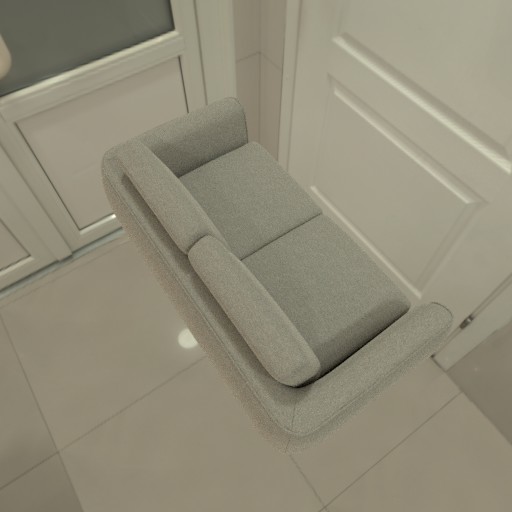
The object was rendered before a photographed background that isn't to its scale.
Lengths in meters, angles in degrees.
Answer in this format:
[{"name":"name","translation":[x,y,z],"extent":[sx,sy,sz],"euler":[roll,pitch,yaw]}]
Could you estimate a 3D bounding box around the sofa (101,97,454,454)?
[{"name":"sofa","translation":[0.000,0.000,2.184],"extent":[0.920,0.850,1.700],"euler":[-31,63,-17]}]
